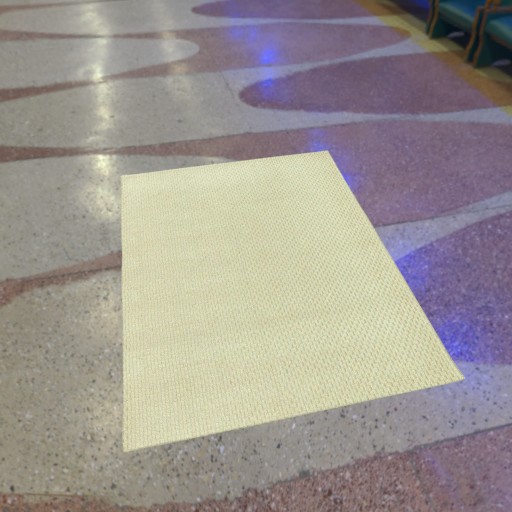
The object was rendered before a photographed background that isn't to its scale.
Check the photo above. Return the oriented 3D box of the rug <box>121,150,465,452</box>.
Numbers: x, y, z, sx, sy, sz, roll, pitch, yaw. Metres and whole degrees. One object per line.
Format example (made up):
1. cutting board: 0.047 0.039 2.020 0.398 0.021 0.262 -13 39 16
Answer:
1. rug: 0.000 0.000 3.824 2.277 0.035 2.897 -9 47 -8
